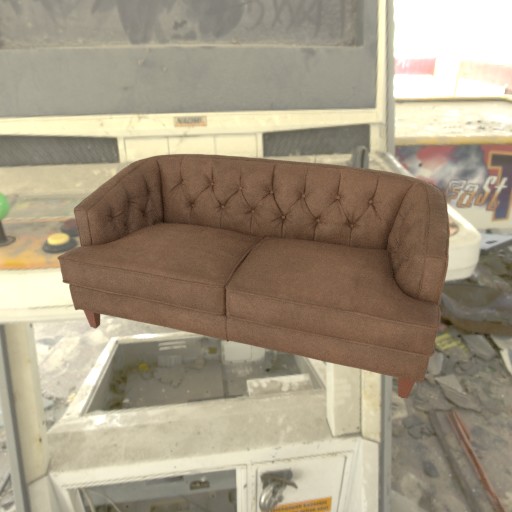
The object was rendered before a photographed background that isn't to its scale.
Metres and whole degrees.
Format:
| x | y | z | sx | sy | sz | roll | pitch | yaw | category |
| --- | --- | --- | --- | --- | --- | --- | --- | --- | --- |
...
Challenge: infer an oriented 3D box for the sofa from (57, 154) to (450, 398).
| x | y | z | sx | sy | sz | roll | pitch | yaw | category |
| --- | --- | --- | --- | --- | --- | --- | --- | --- | --- |
| 0.000 | 0.000 | 2.284 | 1.767 | 0.799 | 0.917 | 9 | 28 | 17 | sofa |
